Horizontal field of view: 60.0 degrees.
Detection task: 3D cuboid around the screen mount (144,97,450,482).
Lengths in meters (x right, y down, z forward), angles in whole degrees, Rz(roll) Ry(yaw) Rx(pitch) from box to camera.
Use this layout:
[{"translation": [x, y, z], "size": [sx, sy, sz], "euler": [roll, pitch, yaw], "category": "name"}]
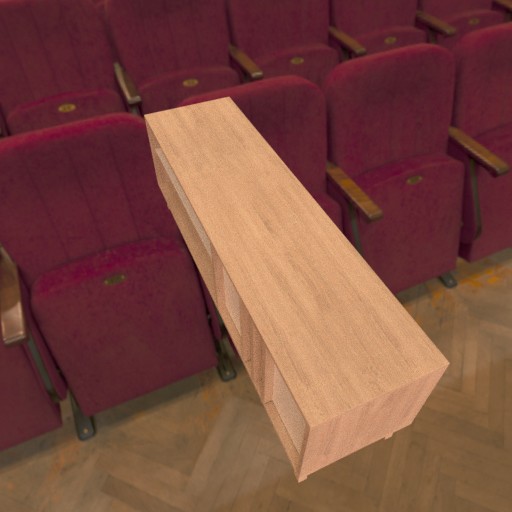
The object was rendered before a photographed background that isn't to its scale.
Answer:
[{"translation": [0.000, 0.000, 1.713], "size": [0.400, 0.510, 1.500], "euler": [-18, 50, -16], "category": "screen mount"}]
